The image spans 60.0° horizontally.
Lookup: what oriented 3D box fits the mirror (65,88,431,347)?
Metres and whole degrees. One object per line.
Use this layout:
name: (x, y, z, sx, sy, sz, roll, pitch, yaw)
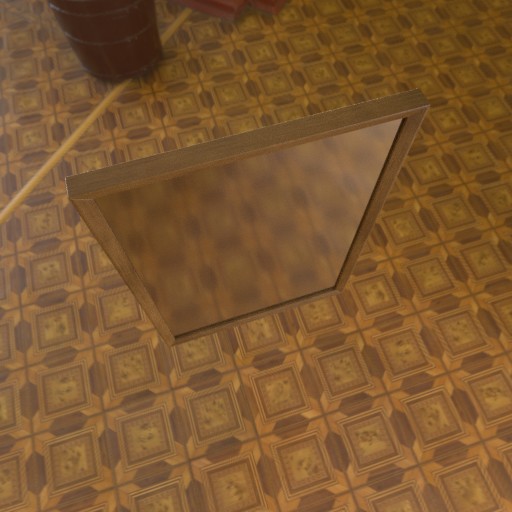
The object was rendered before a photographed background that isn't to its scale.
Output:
mirror: (0.000, 0.000, 0.915, 0.508, 0.711, 0.039, -16, 64, -8)
